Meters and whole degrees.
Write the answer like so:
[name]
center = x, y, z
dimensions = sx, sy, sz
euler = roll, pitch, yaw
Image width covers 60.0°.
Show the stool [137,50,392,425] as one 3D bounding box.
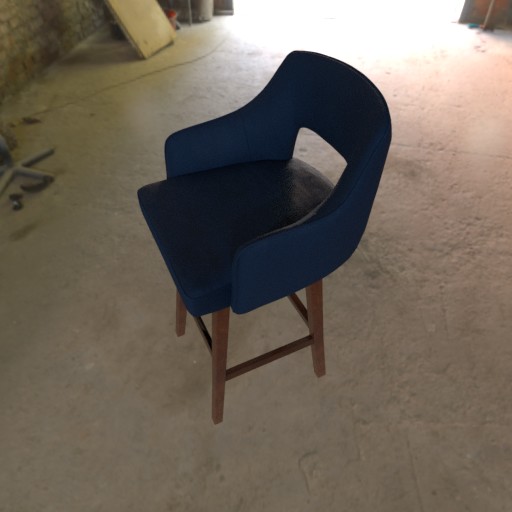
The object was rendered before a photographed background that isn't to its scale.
[stool]
center = 0.000, 0.000, 1.350
dimensions = 0.560, 1.041, 0.550
euler = -19, 49, -18
